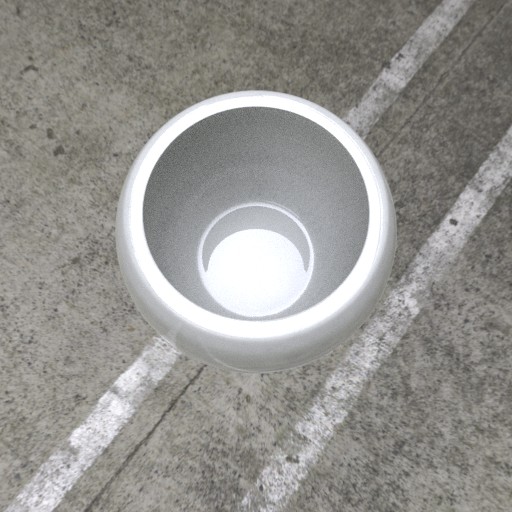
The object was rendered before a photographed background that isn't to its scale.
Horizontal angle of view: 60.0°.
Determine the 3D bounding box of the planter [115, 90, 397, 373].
[{"bbox_3d":[0.000,0.000,0.436,0.222,0.278,0.222,0,76,0],"label":"planter"}]
